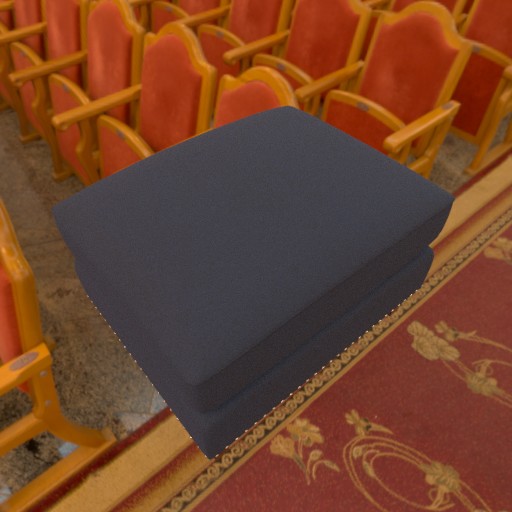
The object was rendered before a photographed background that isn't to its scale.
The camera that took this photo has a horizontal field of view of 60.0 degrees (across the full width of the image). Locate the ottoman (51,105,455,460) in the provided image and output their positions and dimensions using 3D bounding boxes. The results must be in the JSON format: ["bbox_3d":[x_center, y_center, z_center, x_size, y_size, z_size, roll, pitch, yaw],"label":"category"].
[{"bbox_3d":[0.000,0.000,1.124,0.741,0.513,0.584,-31,54,-26],"label":"ottoman"}]
